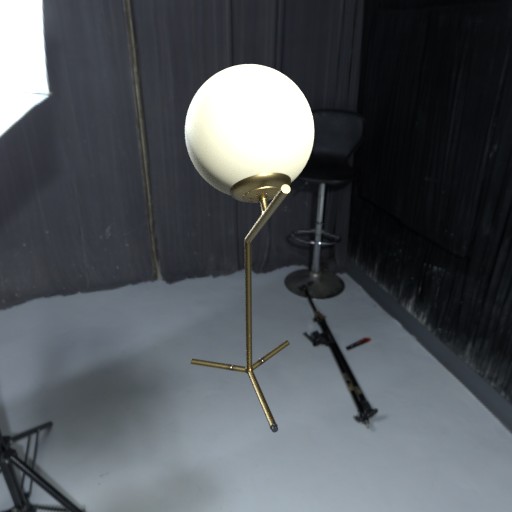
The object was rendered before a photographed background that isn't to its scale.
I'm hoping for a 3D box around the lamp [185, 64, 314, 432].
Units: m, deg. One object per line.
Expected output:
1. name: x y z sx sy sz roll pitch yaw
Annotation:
1. lamp: 0.000 0.000 0.699 0.210 0.552 0.251 -8 28 -15
